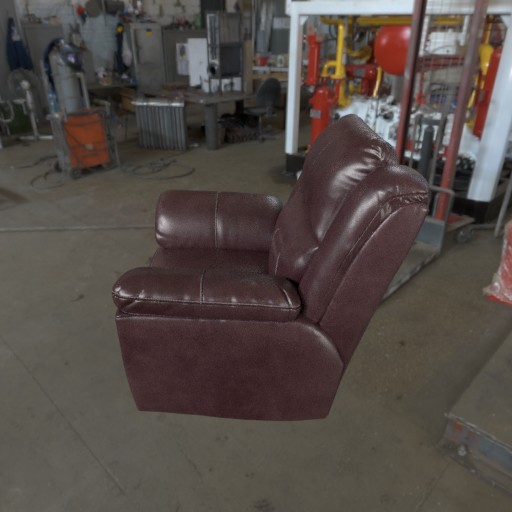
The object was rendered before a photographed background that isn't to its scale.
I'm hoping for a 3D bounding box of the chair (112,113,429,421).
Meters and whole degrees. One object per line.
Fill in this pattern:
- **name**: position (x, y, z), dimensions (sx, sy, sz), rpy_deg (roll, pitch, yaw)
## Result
- **chair**: position (0.000, 0.000, 1.894), dimensions (1.041, 1.093, 0.990), rpy_deg (0, 28, -1)
